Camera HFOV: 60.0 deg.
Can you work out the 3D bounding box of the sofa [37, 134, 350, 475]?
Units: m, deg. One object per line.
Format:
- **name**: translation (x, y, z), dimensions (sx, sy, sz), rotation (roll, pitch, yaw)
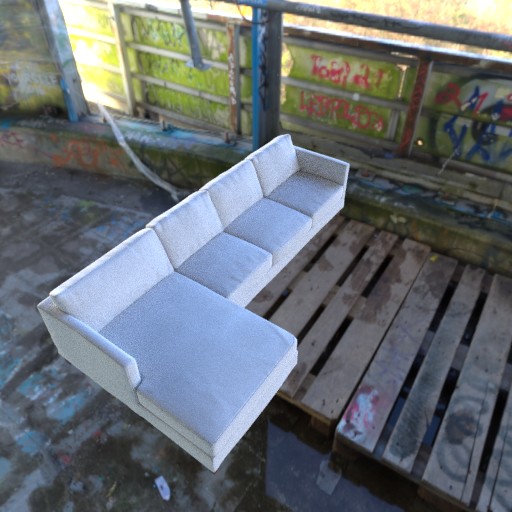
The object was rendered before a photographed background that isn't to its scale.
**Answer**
- **sofa**: translation (0.000, 0.000, 3.951), dimensions (1.625, 0.861, 3.186), rotation (25, 47, 26)
